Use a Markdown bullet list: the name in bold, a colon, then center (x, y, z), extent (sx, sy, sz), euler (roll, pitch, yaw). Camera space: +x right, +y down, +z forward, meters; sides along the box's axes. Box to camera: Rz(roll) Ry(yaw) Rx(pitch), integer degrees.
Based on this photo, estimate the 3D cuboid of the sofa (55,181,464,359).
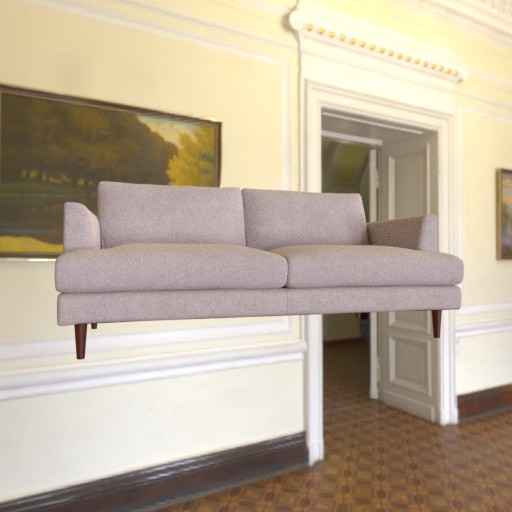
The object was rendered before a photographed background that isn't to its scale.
- **sofa**: center (0.000, 0.000, 2.486), extent (1.948, 0.868, 1.020), euler (0, 0, -16)
